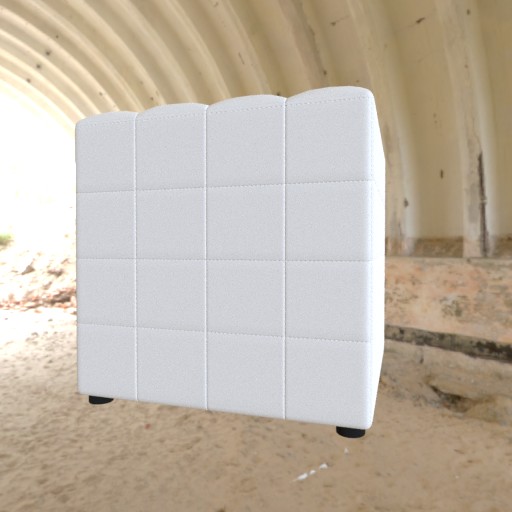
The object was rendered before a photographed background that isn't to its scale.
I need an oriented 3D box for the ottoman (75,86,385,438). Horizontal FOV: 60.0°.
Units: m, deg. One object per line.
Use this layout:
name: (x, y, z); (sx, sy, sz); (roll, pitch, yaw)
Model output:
ottoman: (0.000, 0.000, 0.785); (0.425, 0.432, 0.425); (0, 1, 18)
